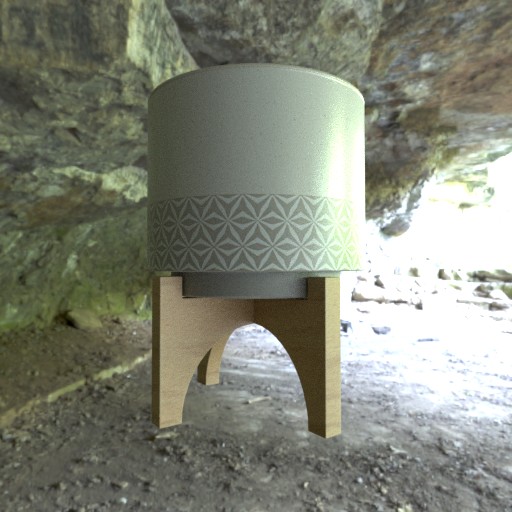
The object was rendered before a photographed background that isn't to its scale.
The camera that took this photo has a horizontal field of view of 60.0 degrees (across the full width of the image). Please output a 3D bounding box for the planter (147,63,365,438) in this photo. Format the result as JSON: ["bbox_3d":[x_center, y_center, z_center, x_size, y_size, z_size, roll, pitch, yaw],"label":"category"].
[{"bbox_3d":[0.000,0.000,0.393,0.188,0.260,0.188,0,-1,0],"label":"planter"}]
